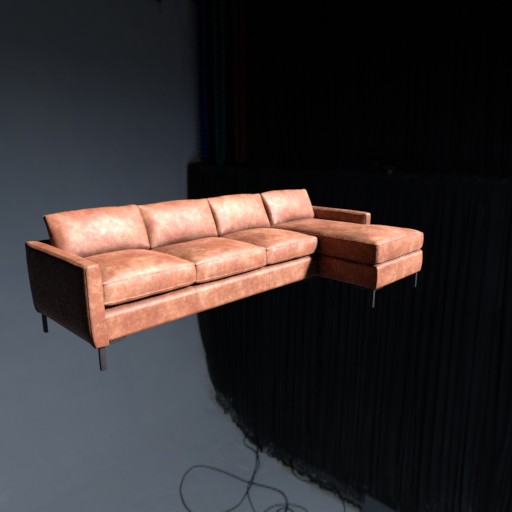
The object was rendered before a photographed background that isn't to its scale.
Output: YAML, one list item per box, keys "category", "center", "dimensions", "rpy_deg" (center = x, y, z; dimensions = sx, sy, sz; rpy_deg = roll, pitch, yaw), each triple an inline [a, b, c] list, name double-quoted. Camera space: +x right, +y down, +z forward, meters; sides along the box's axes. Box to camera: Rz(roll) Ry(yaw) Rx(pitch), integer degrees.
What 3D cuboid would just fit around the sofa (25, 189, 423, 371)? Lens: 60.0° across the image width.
- category: "sofa"
  center: [0.000, 0.000, 3.557]
  dimensions: [1.471, 0.859, 2.993]
  rpy_deg: [13, 18, 43]
